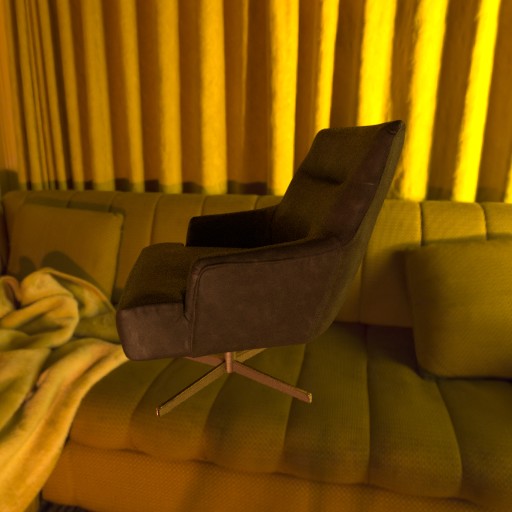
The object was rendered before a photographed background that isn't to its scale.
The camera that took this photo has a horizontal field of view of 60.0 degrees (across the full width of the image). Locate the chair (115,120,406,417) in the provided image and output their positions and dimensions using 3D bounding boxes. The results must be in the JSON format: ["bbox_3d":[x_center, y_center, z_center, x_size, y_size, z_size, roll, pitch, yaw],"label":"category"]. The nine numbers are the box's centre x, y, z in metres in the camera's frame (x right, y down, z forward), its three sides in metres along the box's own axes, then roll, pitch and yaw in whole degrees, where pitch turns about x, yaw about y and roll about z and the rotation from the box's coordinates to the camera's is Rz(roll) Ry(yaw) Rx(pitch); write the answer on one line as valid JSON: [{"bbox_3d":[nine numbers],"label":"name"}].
[{"bbox_3d":[0.000,0.000,1.523,0.874,0.870,0.738,-2,14,-8],"label":"chair"}]
